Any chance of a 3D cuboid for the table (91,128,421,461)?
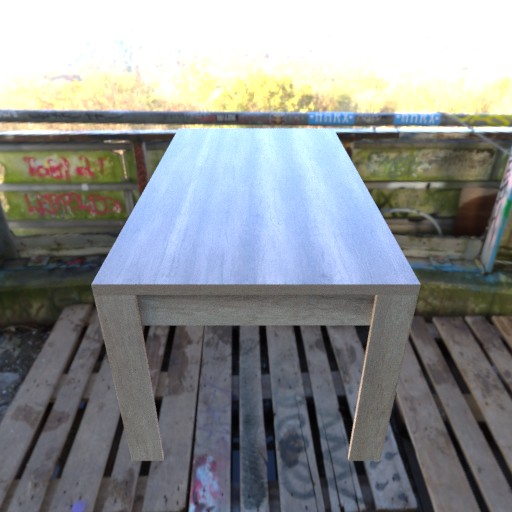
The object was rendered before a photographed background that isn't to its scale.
[{"bbox_3d":[0.000,0.000,2.096,0.900,0.775,1.600,0,31,0],"label":"table"}]
